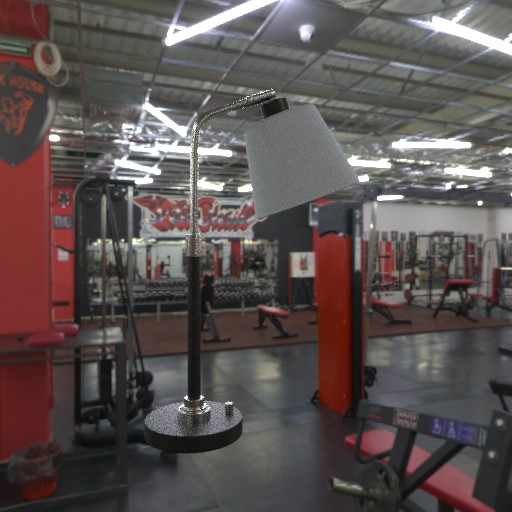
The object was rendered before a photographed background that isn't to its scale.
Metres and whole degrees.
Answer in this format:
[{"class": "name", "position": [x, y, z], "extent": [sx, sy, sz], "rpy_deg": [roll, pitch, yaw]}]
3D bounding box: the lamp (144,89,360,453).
[{"class": "lamp", "position": [0.000, 0.000, 0.709], "extent": [0.348, 0.539, 0.181], "rpy_deg": [0, 0, -19]}]
